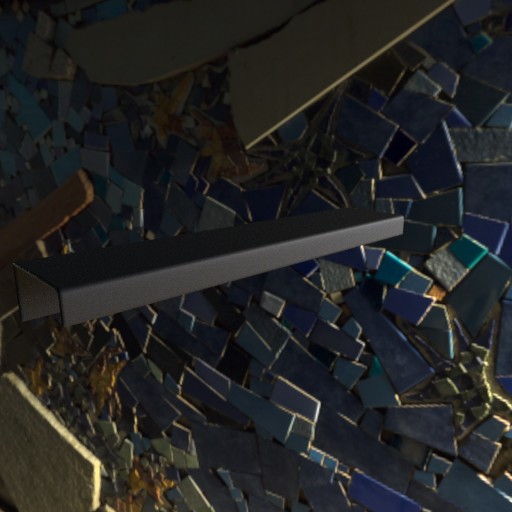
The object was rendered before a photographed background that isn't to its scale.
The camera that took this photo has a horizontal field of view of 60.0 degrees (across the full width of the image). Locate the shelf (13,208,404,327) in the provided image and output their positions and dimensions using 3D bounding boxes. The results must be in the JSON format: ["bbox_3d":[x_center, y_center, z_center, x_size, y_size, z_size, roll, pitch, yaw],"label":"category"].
[{"bbox_3d":[0.000,0.000,0.486,0.456,0.053,0.102,-13,19,-42],"label":"shelf"}]
